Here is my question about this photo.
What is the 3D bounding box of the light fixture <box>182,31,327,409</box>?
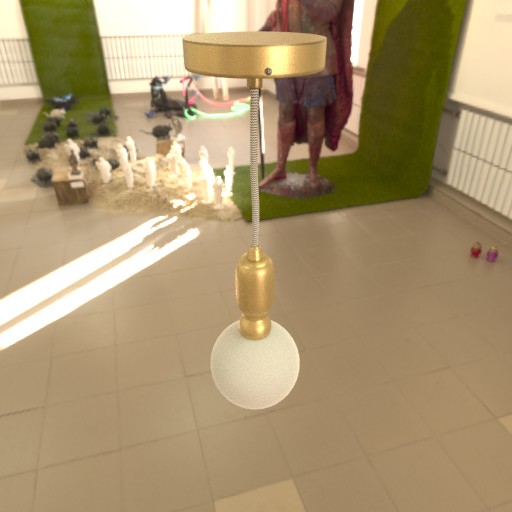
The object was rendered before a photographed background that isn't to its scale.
[{"bbox_3d":[0.000,0.000,0.574,0.146,0.510,0.147,-9,32,-15],"label":"light fixture"}]
